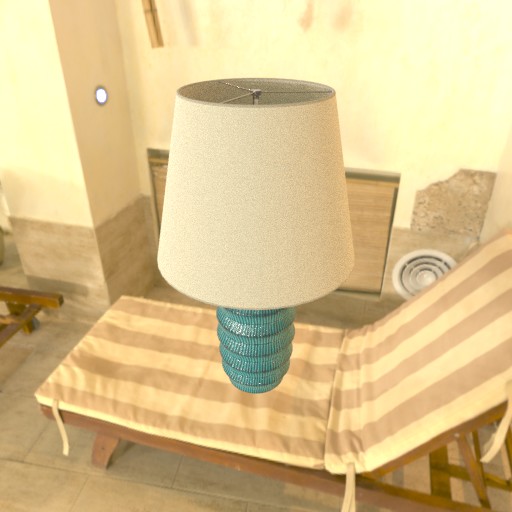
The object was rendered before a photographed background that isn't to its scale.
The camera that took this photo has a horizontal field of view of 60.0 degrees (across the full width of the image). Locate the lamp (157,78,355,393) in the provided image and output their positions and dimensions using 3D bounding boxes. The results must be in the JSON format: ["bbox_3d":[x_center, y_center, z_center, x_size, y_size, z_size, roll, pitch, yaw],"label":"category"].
[{"bbox_3d":[0.000,0.000,0.816,0.355,0.582,0.355,0,30,0],"label":"lamp"}]
